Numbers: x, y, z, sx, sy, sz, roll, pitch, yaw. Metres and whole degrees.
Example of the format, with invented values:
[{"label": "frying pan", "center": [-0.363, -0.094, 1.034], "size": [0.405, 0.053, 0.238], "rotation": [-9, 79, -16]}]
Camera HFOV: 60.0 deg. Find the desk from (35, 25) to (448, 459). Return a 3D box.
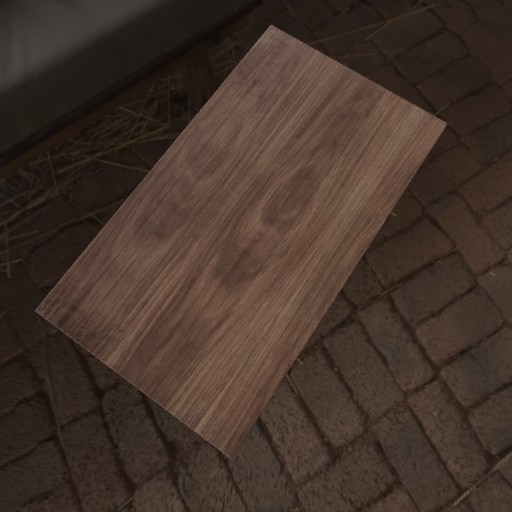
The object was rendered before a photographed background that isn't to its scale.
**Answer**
[{"label": "desk", "center": [0.000, 0.000, 1.423], "size": [0.588, 0.758, 0.949], "rotation": [33, 77, 9]}]
